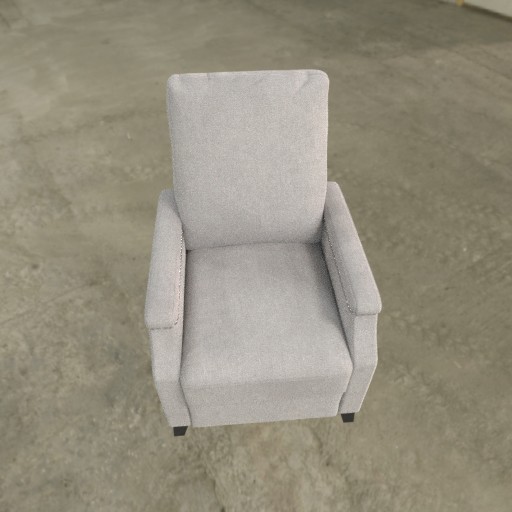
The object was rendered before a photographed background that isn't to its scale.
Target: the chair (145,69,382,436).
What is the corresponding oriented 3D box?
[{"bbox_3d":[0.000,0.000,1.602,0.710,1.049,0.922,-3,46,-3],"label":"chair"}]
